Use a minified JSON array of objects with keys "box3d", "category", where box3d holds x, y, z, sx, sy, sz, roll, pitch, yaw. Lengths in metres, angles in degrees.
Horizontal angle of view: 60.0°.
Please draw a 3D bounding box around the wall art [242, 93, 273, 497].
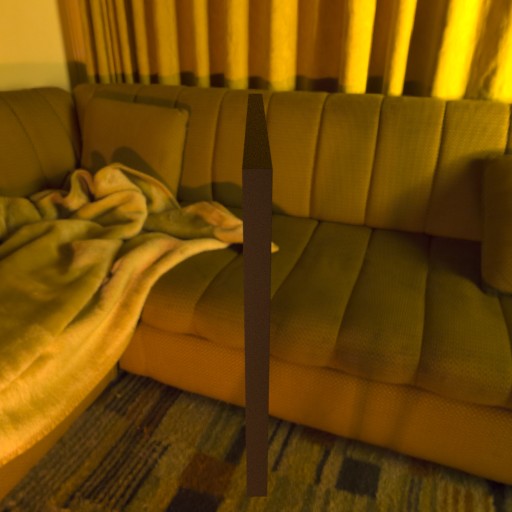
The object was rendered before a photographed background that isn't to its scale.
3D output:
[{"box3d":[0.000,0.000,0.756,0.028,0.460,0.561,0,27,0],"category":"wall art"}]
